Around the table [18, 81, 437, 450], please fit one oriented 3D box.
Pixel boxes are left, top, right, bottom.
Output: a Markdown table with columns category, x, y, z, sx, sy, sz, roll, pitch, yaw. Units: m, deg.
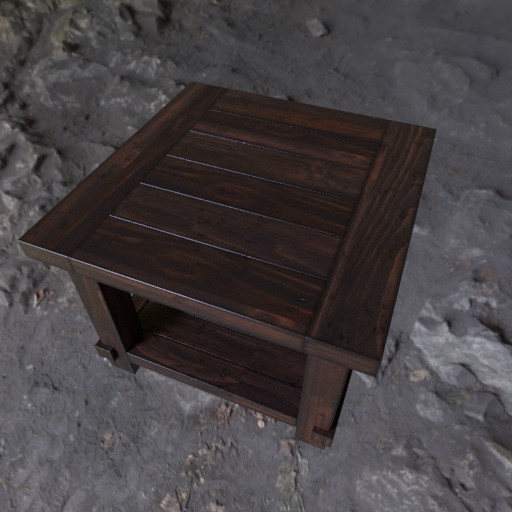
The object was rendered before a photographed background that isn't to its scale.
| category | x | y | z | sx | sy | sz | roll | pitch | yaw |
| --- | --- | --- | --- | --- | --- | --- | --- | --- | --- |
| table | 0.000 | 0.000 | 0.994 | 0.593 | 0.437 | 0.606 | 16 | 49 | 15 |
